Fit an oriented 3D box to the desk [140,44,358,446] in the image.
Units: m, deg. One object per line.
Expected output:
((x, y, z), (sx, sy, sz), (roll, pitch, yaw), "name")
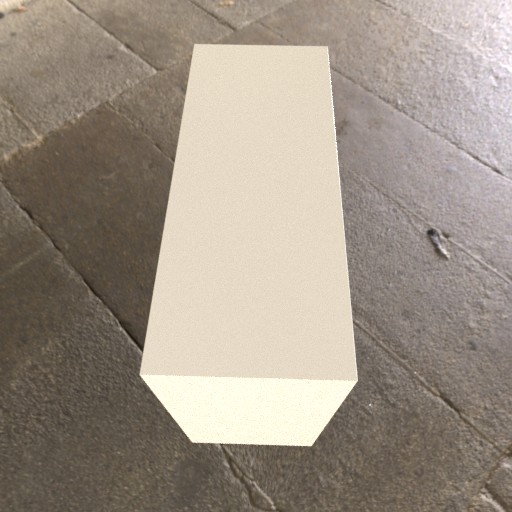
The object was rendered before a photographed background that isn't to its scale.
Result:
((0.000, 0.000, 1.409), (0.400, 0.790, 1.000), (1, 59, 1), "desk")
